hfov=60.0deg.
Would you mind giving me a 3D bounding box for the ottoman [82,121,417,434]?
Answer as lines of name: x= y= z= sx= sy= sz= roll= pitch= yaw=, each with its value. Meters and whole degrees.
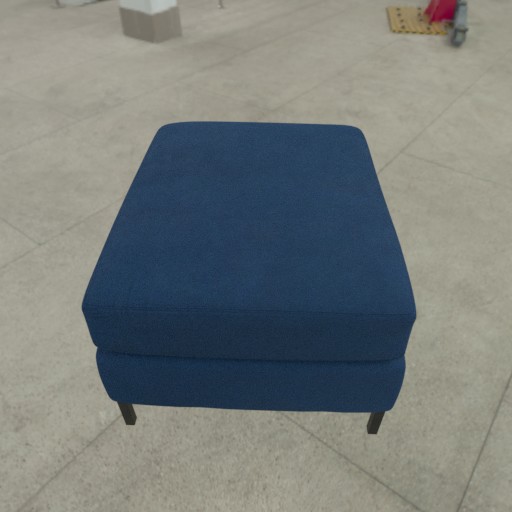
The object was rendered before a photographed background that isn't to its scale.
ottoman: x=0.000 y=0.000 z=1.200 sx=0.655 sy=0.485 sz=0.794 roll=1 pitch=42 yaw=2
